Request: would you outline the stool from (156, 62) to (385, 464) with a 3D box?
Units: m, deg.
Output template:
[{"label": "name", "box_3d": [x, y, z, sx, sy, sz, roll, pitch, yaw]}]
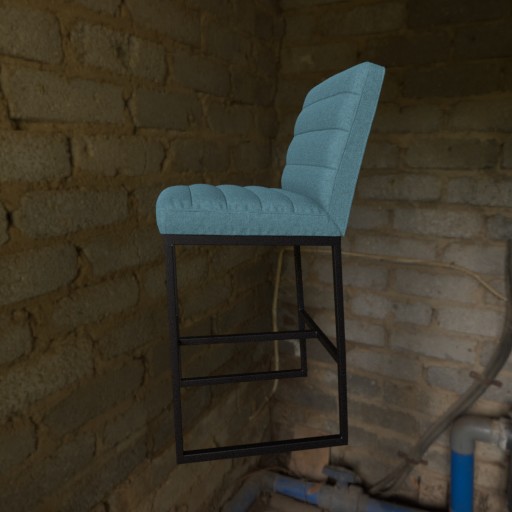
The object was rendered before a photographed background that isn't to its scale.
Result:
[{"label": "stool", "box_3d": [0.000, 0.000, 1.337, 0.560, 1.040, 0.460, -2, 13, -10]}]
